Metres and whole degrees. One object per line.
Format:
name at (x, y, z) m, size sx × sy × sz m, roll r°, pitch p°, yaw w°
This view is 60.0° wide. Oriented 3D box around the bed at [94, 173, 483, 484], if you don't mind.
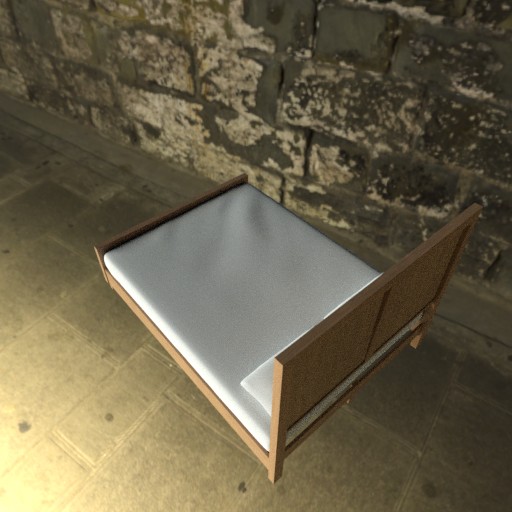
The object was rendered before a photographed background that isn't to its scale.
bed at (0.000, 0.000, 3.277) m, size 1.606 × 1.387 × 2.184 m, roll -31°, pitch 53°, yaw -28°
